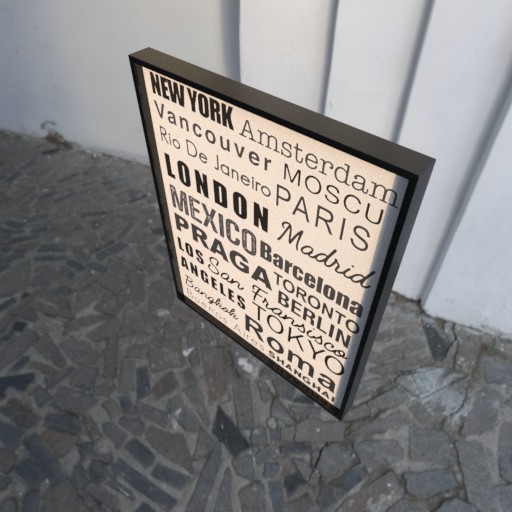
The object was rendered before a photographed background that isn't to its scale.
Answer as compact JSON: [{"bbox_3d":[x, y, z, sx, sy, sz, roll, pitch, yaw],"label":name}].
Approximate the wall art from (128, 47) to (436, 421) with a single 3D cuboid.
[{"bbox_3d":[0.000,0.000,0.736,0.448,0.551,0.038,32,54,27],"label":"wall art"}]
